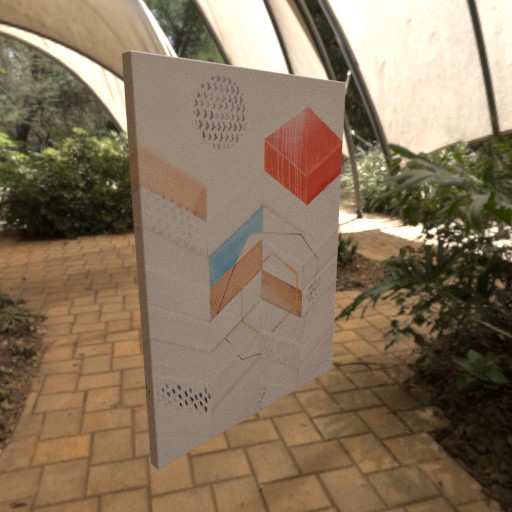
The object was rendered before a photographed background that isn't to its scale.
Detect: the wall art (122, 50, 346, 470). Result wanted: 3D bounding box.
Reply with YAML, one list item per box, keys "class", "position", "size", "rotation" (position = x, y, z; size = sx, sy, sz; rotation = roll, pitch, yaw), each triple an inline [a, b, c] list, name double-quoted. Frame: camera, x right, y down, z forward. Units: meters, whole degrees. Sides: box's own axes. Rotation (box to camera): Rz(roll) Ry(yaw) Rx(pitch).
- class: "wall art"
  position: [0.000, 0.000, 1.302]
  size: [0.759, 1.014, 0.045]
  rotation: [-14, 20, -42]
